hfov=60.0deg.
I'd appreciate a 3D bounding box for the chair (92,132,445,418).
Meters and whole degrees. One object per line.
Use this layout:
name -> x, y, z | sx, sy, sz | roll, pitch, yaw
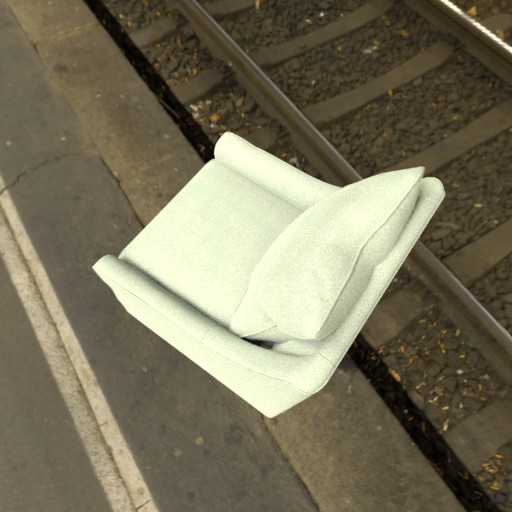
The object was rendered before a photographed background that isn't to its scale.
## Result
chair -> 0.000, 0.000, 1.586 | 0.870, 0.926, 0.760 | 33, 67, 15
